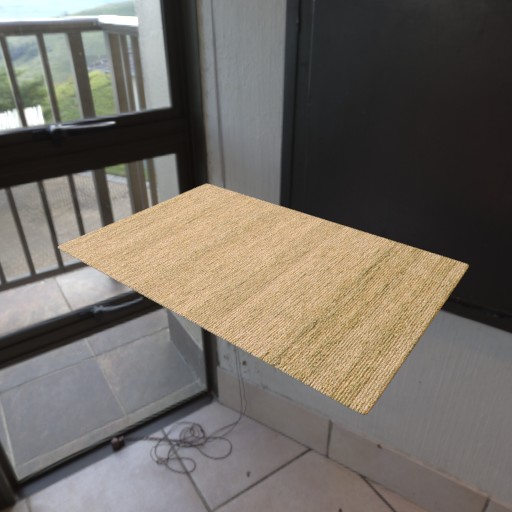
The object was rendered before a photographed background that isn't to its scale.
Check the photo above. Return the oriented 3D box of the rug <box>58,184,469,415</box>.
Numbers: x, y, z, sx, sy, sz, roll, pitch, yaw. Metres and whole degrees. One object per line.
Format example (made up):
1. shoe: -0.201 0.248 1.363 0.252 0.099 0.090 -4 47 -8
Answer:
1. rug: 0.000 0.000 2.238 1.758 0.010 1.143 22 37 32
